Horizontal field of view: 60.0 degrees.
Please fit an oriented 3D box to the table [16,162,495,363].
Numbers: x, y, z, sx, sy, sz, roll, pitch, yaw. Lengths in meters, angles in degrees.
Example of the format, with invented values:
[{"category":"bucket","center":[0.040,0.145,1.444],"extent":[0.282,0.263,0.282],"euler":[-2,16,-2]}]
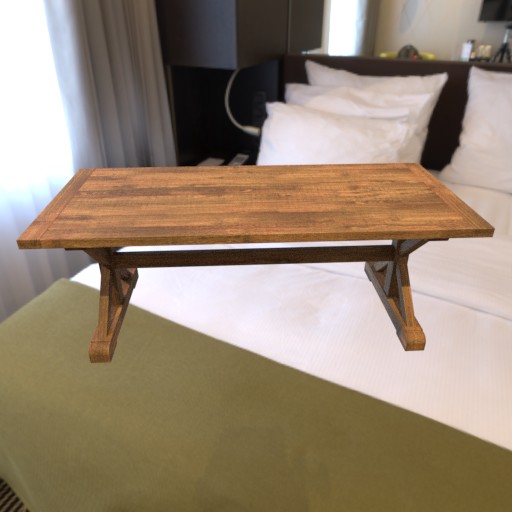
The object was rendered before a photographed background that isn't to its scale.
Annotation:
[{"category":"table","center":[0.000,0.000,2.450],"extent":[2.031,0.733,0.907],"euler":[-2,30,-3]}]
